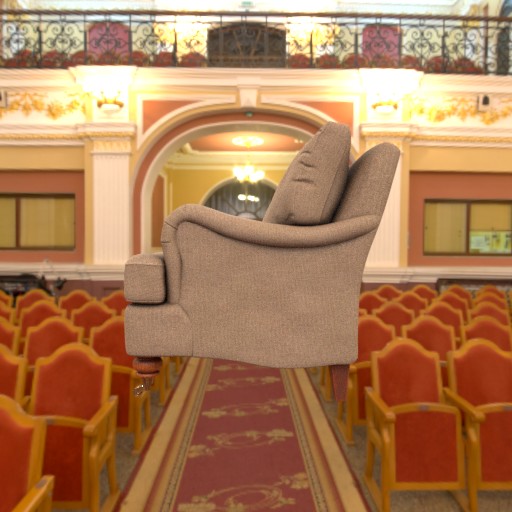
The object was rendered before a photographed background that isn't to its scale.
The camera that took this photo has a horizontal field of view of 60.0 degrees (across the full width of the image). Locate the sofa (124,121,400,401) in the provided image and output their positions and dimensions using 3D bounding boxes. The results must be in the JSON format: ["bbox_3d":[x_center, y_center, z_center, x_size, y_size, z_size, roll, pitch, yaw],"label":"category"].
[{"bbox_3d":[0.000,0.000,2.724,1.069,1.096,2.193,0,1,-1],"label":"sofa"}]
